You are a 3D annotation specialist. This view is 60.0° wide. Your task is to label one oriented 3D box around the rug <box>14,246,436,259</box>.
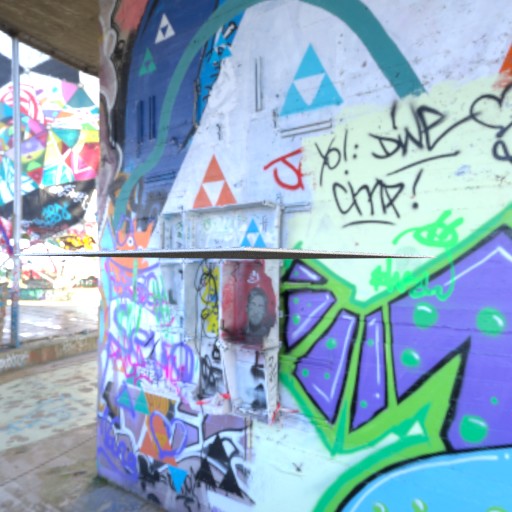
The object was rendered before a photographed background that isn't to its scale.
[{"bbox_3d":[0.000,0.000,2.774,1.578,0.014,2.206,-1,-1,37],"label":"rug"}]
